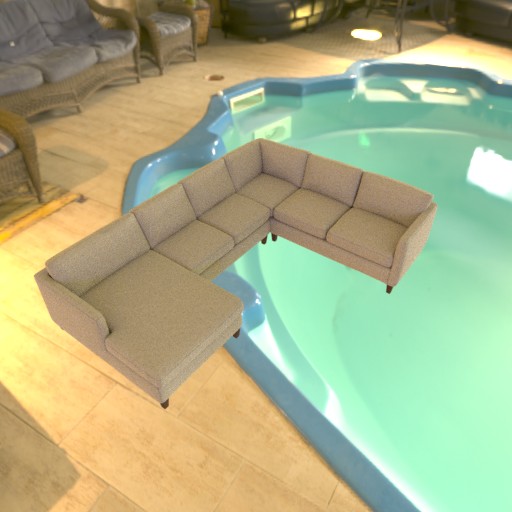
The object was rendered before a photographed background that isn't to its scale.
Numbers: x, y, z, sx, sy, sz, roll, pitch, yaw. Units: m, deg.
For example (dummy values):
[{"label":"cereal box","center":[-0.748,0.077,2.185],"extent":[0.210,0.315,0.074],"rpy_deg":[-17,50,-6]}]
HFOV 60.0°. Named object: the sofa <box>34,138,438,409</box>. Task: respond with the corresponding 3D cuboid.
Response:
[{"label":"sofa","center":[0.000,0.000,4.665],"extent":[2.593,0.959,3.460],"rpy_deg":[26,46,28]}]
